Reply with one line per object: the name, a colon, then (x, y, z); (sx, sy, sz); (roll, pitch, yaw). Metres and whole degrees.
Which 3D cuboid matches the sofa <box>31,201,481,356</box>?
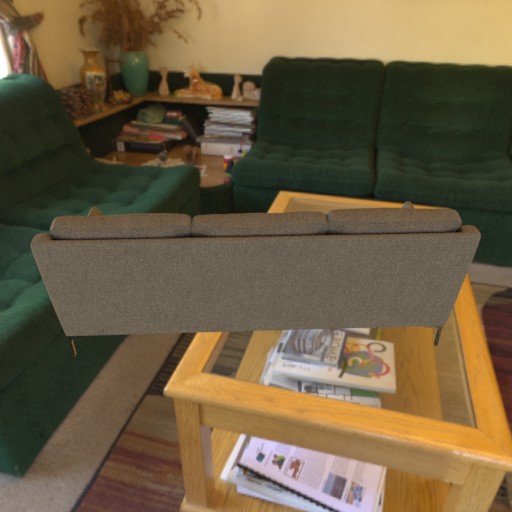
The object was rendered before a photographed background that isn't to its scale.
sofa: (0.000, 0.000, 2.513); (2.060, 0.837, 0.849); (-1, 30, -2)
